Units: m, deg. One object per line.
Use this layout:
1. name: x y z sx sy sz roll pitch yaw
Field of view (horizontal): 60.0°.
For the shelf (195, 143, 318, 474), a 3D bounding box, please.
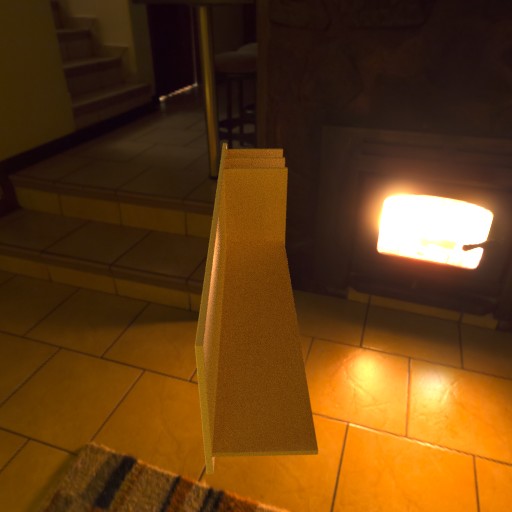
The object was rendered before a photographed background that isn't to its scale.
1. shelf: 0.000 0.000 1.154 0.200 0.300 1.020 -1 30 -1
